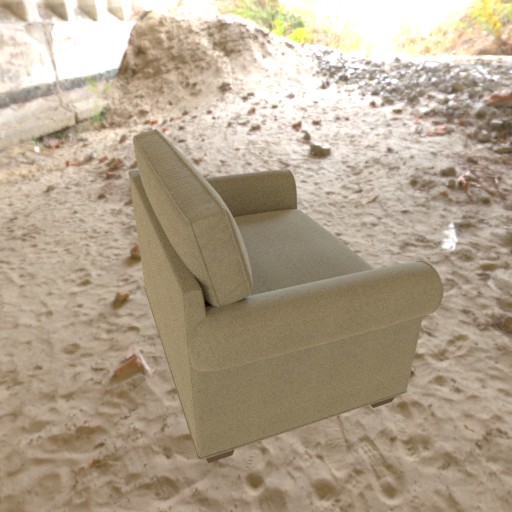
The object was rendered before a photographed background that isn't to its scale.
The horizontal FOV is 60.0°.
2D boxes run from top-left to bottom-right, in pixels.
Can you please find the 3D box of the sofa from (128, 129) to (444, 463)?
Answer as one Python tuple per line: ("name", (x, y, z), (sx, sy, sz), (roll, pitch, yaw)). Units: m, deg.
("sofa", (0.000, 0.000, 2.059), (0.936, 0.991, 1.405), (-11, 30, -19))
